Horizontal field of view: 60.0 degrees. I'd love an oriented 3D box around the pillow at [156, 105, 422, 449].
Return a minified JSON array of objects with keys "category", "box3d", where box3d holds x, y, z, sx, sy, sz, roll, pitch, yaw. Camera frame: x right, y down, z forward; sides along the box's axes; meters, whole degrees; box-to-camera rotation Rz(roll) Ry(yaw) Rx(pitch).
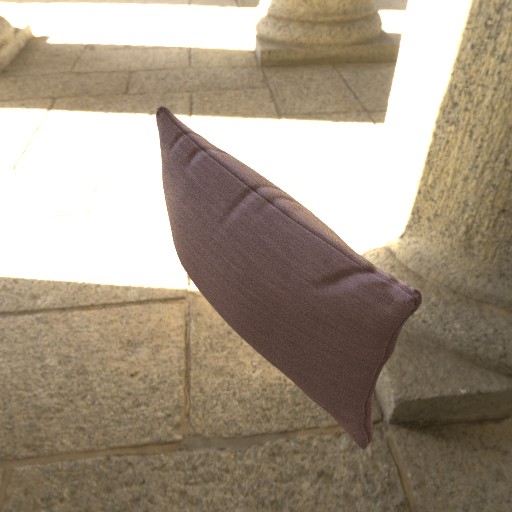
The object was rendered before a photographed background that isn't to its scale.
[{"category":"pillow","box3d":[0.000,0.000,0.781,0.210,0.338,0.633,-25,47,-26]}]
